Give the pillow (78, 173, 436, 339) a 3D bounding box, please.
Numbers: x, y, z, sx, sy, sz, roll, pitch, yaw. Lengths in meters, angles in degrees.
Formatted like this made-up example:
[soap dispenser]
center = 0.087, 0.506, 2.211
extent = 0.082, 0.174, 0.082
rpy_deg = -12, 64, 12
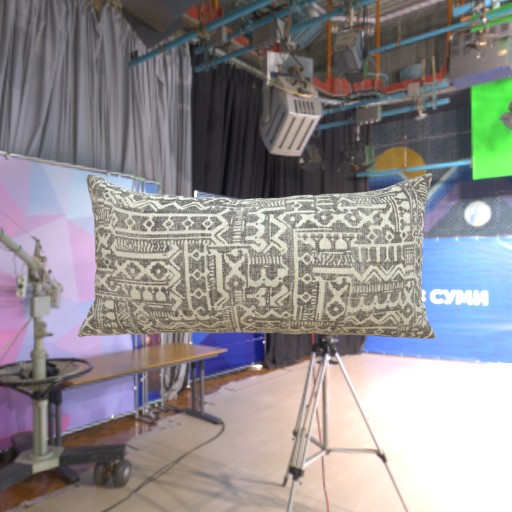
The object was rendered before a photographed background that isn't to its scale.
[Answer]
[pillow]
center = 0.000, 0.000, 0.780
extent = 0.631, 0.290, 0.148
rpy_deg = 0, 0, 1
